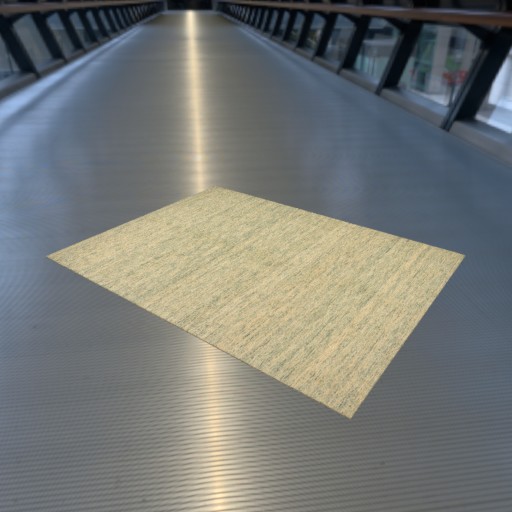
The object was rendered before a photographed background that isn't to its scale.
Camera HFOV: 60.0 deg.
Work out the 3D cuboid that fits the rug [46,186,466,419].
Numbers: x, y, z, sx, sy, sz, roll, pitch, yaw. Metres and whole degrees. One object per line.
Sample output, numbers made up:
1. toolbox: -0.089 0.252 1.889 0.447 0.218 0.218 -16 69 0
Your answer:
1. rug: 0.000 0.000 4.245 3.201 0.014 2.437 20 35 32
